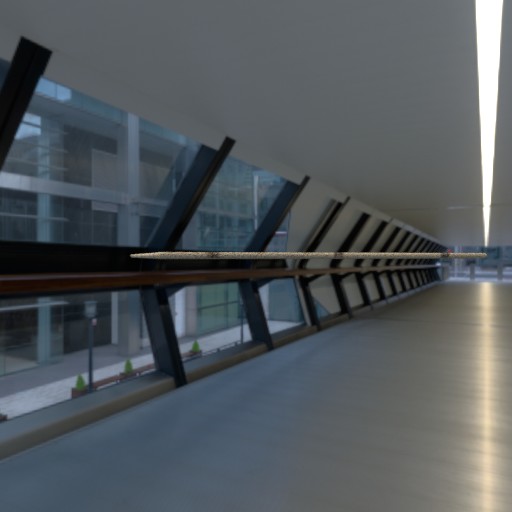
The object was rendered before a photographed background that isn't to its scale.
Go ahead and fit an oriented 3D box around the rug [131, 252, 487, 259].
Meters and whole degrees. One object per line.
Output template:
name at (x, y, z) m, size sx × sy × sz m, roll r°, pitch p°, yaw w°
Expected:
rug at (0.000, 0.000, 2.927) m, size 1.501 × 0.024 × 2.348 m, roll 0°, pitch 0°, yaw -18°
